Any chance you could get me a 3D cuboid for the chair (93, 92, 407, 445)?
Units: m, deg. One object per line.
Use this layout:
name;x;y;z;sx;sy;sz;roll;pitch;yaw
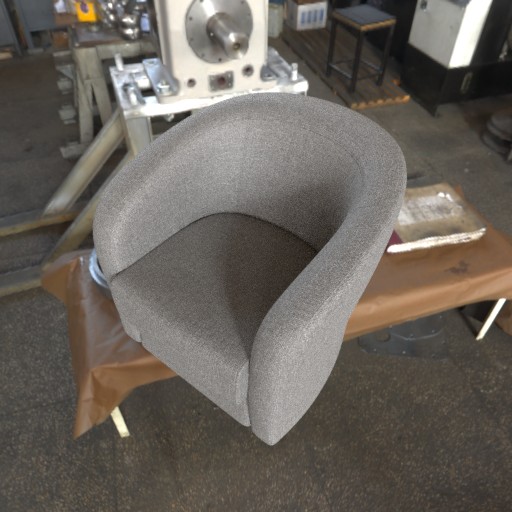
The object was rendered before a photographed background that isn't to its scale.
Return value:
chair;0.000;0.000;1.449;0.791;0.771;0.815;29;51;26
